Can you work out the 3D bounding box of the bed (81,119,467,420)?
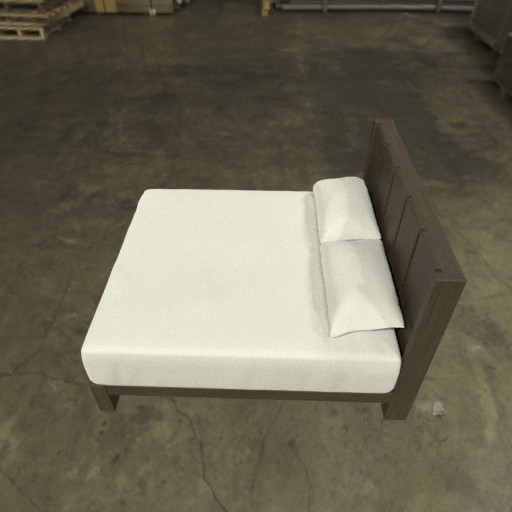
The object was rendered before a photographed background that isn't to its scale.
[{"bbox_3d":[0.000,0.000,3.113,1.992,1.261,1.735,1,41,1],"label":"bed"}]
